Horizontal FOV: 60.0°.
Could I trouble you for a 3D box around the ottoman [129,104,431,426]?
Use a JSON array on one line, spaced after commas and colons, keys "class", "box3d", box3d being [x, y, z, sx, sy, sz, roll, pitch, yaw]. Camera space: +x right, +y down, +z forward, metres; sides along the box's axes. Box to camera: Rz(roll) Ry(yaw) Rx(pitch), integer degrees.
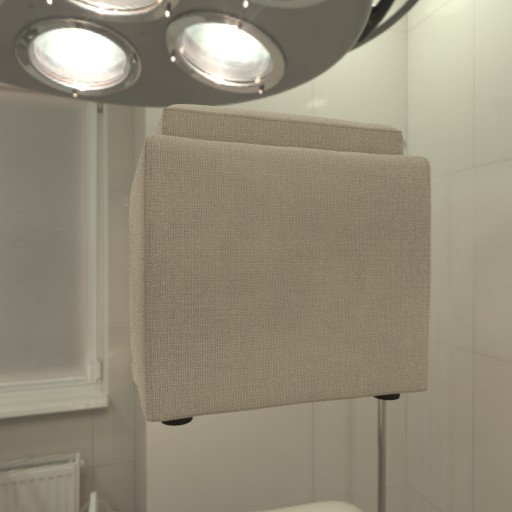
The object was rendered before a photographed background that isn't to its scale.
[{"class": "ottoman", "box3d": [0.000, 0.000, 0.835, 0.451, 0.460, 0.450, 0, 0, -18]}]
